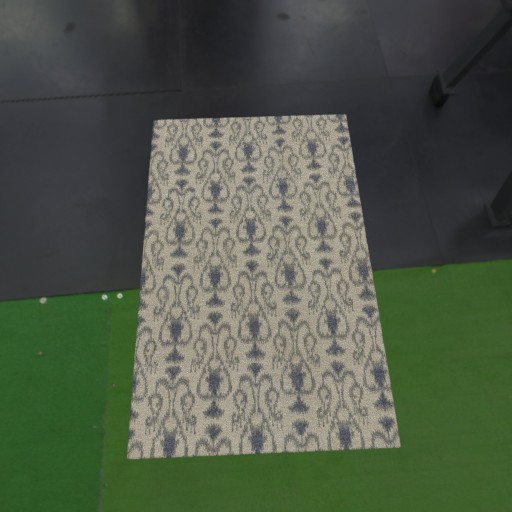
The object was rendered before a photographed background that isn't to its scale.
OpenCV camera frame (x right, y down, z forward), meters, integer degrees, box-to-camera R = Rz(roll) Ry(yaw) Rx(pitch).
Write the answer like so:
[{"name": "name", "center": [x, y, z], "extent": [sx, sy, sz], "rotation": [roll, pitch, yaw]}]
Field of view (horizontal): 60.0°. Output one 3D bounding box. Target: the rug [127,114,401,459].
[{"name": "rug", "center": [0.000, 0.000, 2.024], "extent": [1.035, 0.006, 1.652], "rotation": [-2, 65, -1]}]
